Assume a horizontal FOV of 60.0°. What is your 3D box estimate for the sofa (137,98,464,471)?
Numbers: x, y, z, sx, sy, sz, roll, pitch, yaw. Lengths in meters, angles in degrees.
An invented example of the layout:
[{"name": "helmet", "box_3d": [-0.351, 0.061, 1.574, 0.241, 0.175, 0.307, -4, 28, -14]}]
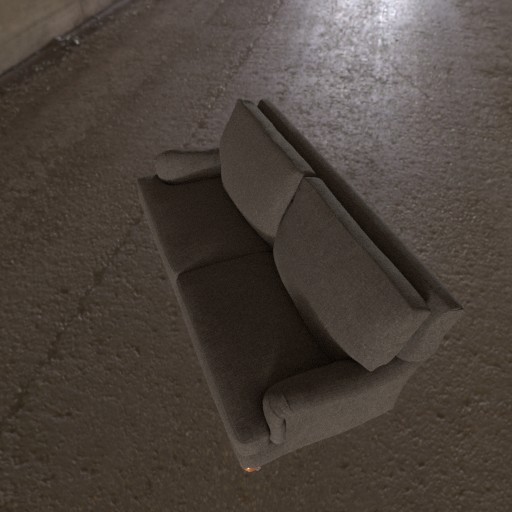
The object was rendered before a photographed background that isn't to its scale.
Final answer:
[{"name": "sofa", "box_3d": [0.000, 0.000, 2.744, 1.087, 1.054, 2.160, -17, 48, -16]}]
